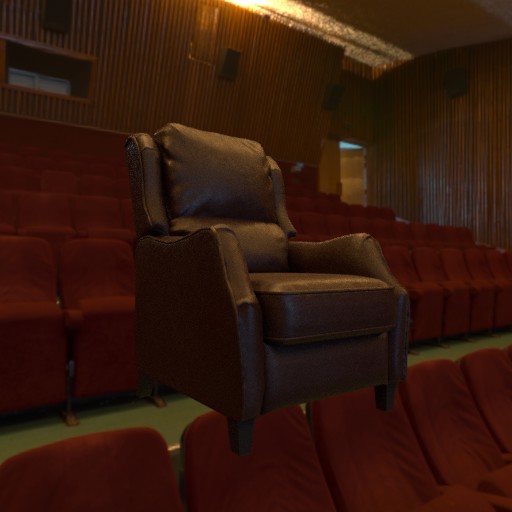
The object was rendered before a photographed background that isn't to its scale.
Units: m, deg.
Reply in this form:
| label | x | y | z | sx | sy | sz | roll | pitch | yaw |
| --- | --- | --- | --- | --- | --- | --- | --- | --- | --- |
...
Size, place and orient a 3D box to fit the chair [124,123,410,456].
| label | x | y | z | sx | sy | sz | roll | pitch | yaw |
| --- | --- | --- | --- | --- | --- | --- | --- | --- | --- |
| chair | 0.000 | 0.000 | 1.749 | 0.770 | 1.132 | 0.982 | 1 | -2 | -36 |
